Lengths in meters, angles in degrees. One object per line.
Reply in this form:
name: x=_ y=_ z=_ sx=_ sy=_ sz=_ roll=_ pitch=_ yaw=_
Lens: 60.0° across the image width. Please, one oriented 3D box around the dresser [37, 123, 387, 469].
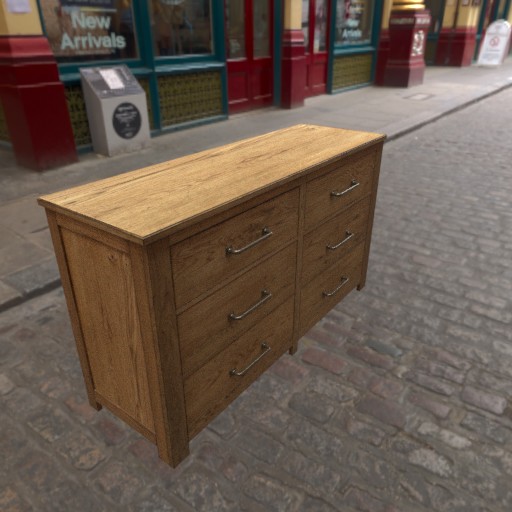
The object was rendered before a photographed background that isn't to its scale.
dresser: x=0.000 y=0.000 z=2.109 sx=0.563 sy=0.932 sz=1.657 roll=19 pitch=32 yaw=32
